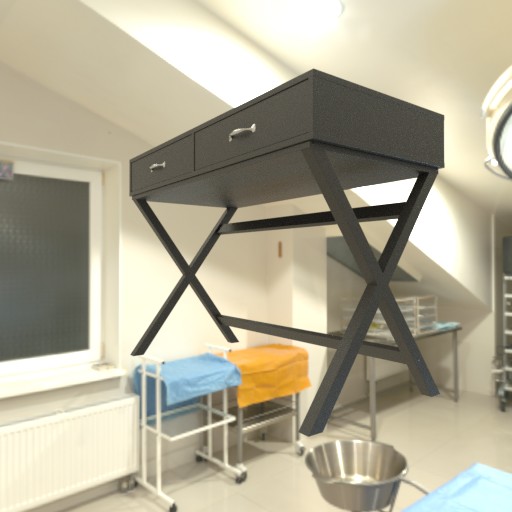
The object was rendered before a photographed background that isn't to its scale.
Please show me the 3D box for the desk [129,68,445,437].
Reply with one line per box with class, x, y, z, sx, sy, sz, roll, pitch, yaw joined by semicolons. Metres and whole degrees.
desk;0.000;0.000;1.500;0.525;0.780;1.057;0;-1;-37
